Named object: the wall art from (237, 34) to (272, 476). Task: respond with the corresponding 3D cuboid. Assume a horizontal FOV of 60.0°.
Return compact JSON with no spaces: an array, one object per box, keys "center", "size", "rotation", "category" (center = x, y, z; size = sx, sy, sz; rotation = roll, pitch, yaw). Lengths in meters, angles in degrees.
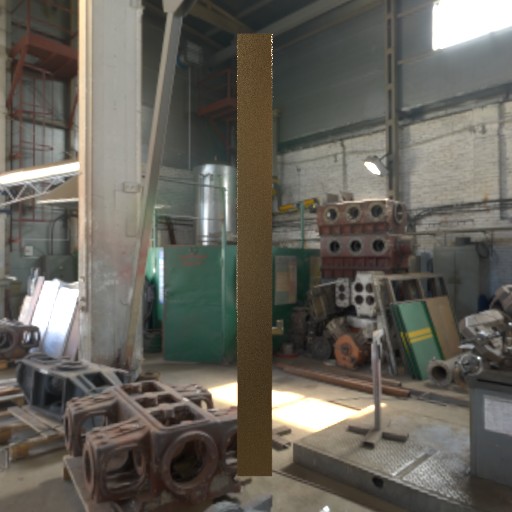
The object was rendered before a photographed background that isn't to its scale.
[{"center":[0.000,0.000,0.764],"size":[0.040,0.509,0.509],"rotation":[0,-1,0],"category":"wall art"}]
